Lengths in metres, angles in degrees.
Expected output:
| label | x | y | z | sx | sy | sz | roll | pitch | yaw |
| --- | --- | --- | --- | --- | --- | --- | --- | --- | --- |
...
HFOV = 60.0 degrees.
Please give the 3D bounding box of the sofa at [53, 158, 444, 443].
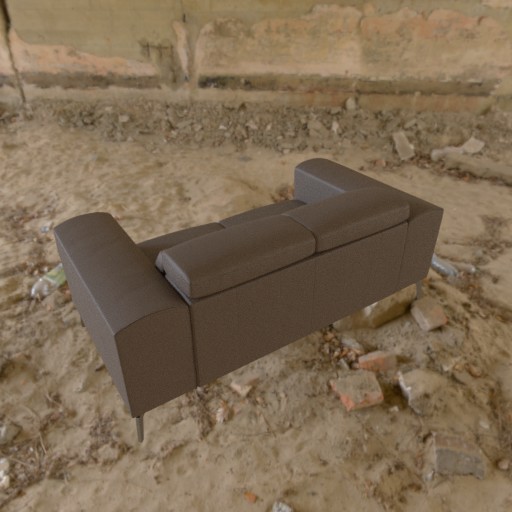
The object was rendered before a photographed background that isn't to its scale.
| label | x | y | z | sx | sy | sz | roll | pitch | yaw |
| --- | --- | --- | --- | --- | --- | --- | --- | --- | --- |
| sofa | 0.000 | 0.000 | 2.488 | 1.895 | 0.779 | 1.003 | -19 | 37 | -28 |
